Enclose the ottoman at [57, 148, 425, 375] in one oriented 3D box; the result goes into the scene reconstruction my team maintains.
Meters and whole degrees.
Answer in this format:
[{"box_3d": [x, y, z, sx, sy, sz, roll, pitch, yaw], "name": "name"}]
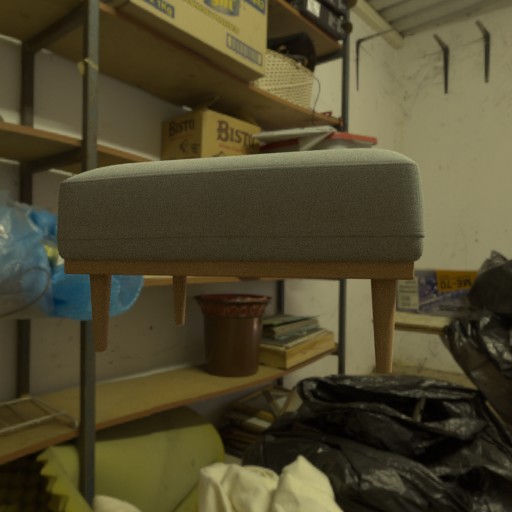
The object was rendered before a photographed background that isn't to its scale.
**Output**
[{"box_3d": [0.000, 0.000, 1.084, 0.749, 0.428, 0.549, 0, 0, 17], "name": "ottoman"}]
